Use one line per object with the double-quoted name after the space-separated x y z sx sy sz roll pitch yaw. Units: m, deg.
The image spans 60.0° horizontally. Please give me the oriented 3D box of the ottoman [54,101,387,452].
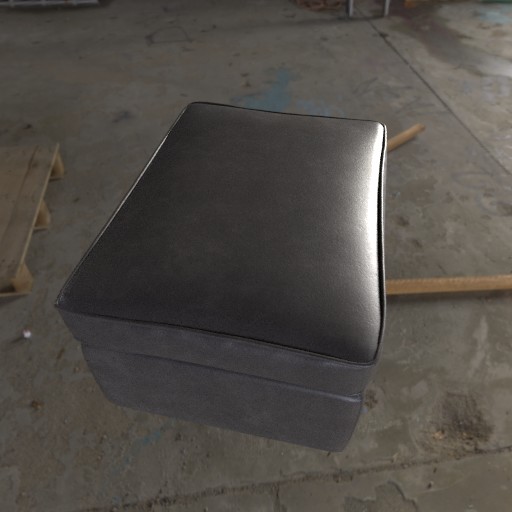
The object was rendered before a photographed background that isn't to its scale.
0.000 0.000 1.083 0.554 0.445 0.756 9 46 8 "ottoman"
